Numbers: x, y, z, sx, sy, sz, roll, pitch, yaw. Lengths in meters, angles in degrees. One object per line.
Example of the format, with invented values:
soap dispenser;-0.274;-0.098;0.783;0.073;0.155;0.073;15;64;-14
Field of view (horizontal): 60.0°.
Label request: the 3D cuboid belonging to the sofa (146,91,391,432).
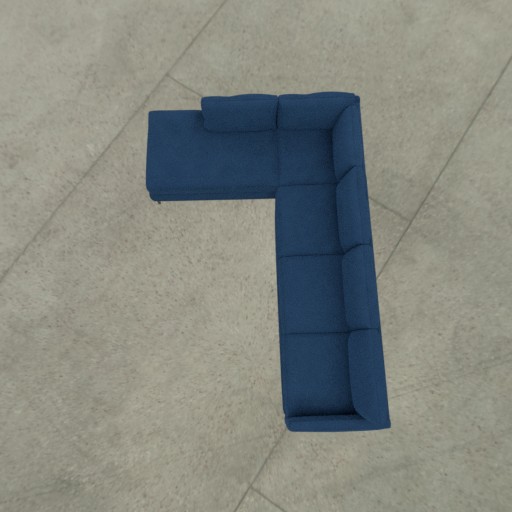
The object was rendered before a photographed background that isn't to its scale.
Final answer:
sofa;0.000;0.000;3.928;2.007;0.815;2.949;-2;77;0
